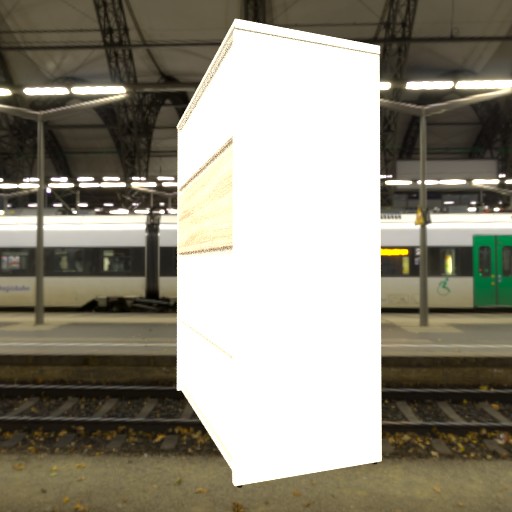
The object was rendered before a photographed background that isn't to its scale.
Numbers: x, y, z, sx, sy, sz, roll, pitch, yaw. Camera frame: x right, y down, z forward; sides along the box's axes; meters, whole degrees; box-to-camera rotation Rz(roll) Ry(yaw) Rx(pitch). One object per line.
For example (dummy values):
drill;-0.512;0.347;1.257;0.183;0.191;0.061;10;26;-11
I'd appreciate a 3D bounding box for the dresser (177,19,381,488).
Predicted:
dresser;0.000;0.000;1.417;0.380;1.040;0.800;0;-1;-19
